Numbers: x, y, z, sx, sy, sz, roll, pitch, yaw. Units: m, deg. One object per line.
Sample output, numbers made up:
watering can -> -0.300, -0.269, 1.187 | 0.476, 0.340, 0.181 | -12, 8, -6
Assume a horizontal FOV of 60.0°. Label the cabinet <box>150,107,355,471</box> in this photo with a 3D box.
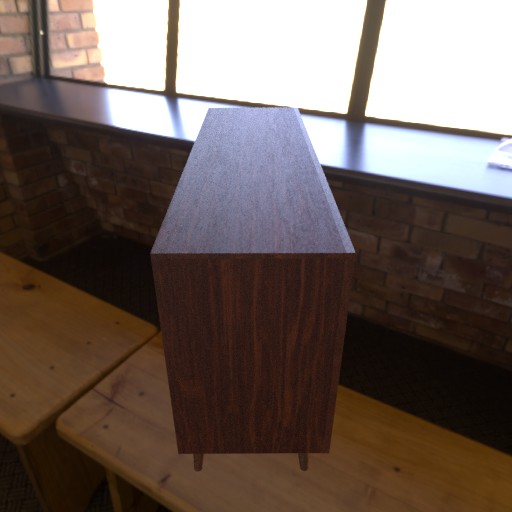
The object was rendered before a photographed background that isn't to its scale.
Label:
cabinet -> 0.000, 0.000, 1.959 | 0.505, 0.940, 1.575 | 0, 30, 0
